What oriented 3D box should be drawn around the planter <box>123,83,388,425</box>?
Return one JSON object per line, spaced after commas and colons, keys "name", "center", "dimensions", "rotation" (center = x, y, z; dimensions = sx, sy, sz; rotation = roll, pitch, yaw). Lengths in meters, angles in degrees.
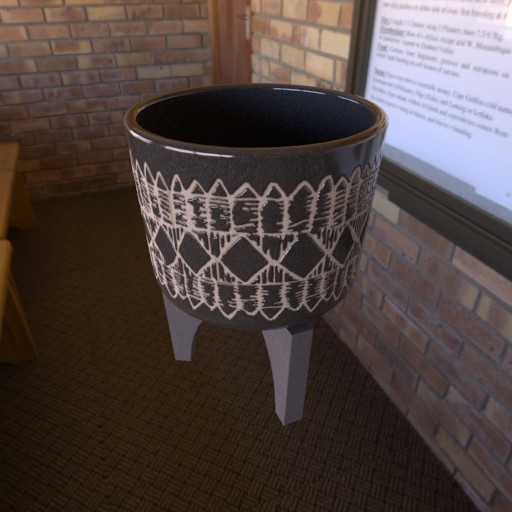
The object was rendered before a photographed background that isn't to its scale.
{"name": "planter", "center": [0.000, 0.000, 0.406], "dimensions": [0.196, 0.264, 0.196], "rotation": [22, 38, 30]}
